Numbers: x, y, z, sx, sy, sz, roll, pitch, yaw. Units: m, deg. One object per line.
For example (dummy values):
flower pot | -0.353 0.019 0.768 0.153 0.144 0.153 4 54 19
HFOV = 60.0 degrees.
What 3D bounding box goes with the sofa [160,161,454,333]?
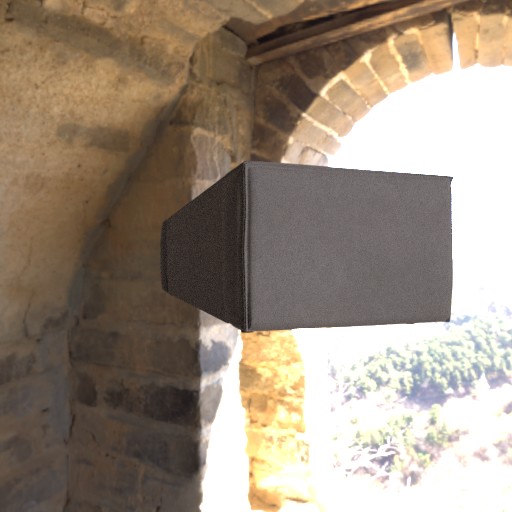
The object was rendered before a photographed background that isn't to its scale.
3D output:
sofa | 0.000 0.000 3.050 1.038 0.680 2.697 0 -1 -18
